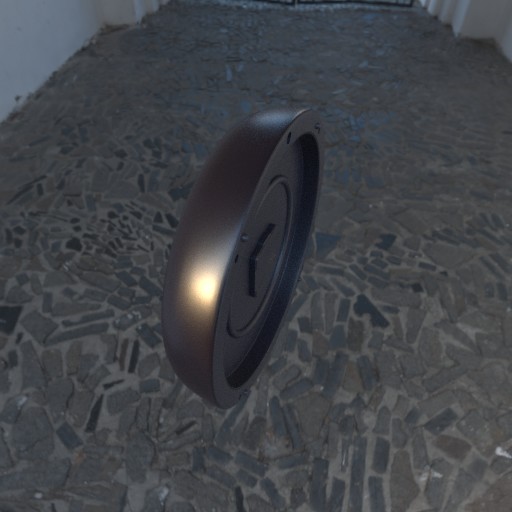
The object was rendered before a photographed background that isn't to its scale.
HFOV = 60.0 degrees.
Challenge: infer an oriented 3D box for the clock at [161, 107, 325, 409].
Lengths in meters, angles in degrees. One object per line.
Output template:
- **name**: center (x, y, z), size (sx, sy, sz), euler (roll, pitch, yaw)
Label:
- **clock**: center (0.000, 0.000, 0.455), size (0.060, 0.300, 0.300), euler (17, 48, 16)
